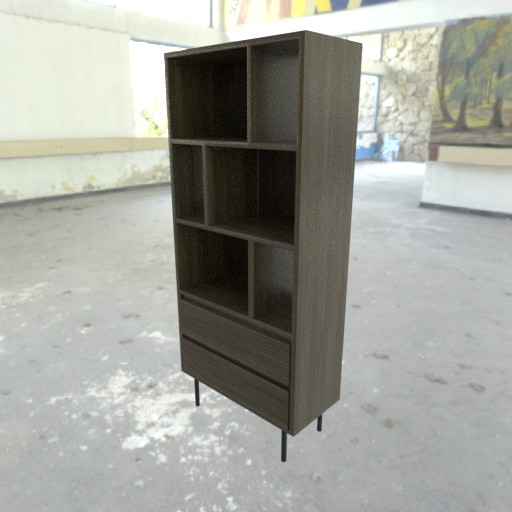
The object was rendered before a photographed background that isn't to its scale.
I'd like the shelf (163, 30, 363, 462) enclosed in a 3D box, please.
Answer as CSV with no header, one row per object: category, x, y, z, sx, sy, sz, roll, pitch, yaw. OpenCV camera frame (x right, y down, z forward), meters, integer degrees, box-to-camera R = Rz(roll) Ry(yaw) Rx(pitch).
shelf,0.000,0.000,1.803,0.670,1.545,0.323,15,23,40
